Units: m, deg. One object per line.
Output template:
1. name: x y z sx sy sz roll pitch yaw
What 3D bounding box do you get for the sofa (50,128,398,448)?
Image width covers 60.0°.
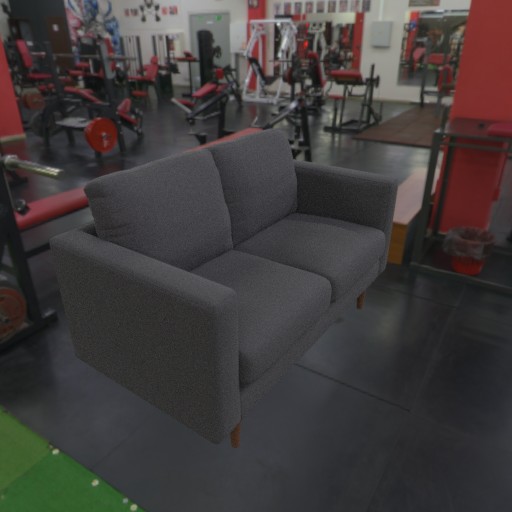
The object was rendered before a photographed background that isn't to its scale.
1. sofa: 0.000 0.000 1.970 0.796 0.908 1.430 18 32 31
